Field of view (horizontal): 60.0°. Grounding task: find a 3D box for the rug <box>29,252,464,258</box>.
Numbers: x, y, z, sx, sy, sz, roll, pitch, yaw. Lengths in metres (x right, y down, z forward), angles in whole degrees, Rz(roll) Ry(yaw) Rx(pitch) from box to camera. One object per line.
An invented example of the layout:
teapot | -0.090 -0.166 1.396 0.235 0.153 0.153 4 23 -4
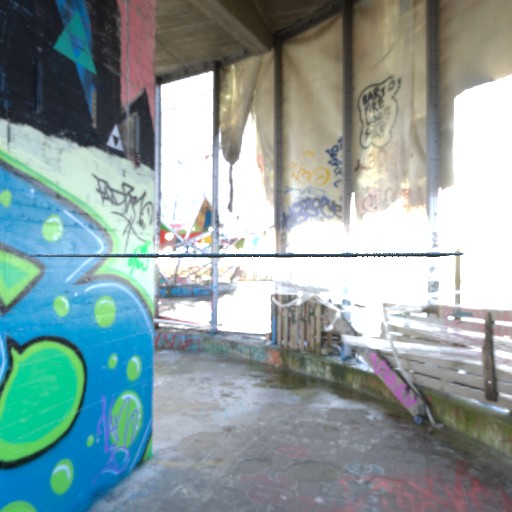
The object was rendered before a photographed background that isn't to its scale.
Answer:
rug | 0.000 0.000 3.065 2.438 0.015 1.524 0 -1 18
